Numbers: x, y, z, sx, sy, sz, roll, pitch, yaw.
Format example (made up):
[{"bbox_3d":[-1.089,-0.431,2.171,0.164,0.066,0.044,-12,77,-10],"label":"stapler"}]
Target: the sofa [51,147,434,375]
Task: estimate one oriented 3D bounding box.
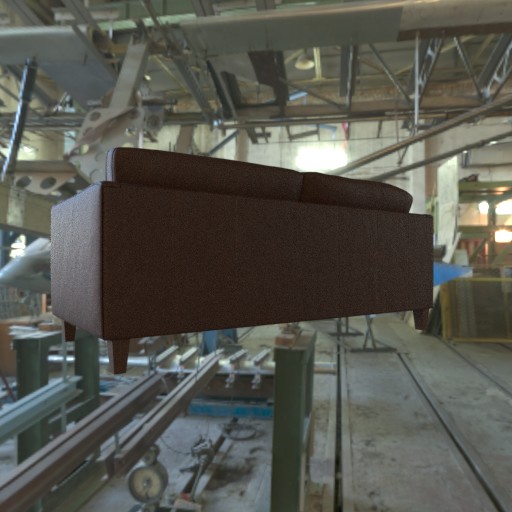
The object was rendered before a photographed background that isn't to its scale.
[{"bbox_3d":[0.000,0.000,2.449,1.971,0.863,0.923,1,-1,-35],"label":"sofa"}]
